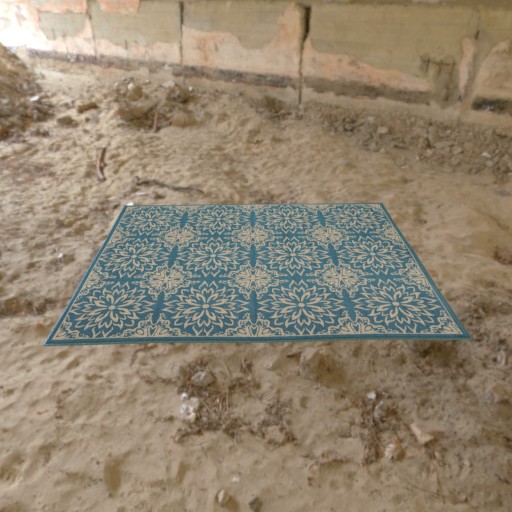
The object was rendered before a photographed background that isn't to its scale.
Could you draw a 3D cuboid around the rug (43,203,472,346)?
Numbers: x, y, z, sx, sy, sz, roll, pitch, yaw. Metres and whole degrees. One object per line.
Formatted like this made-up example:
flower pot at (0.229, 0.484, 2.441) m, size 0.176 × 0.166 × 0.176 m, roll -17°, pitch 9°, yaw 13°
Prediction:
rug at (0.000, 0.000, 4.070) m, size 2.964 × 0.018 × 2.350 m, roll -1°, pitch 30°, yaw -1°
